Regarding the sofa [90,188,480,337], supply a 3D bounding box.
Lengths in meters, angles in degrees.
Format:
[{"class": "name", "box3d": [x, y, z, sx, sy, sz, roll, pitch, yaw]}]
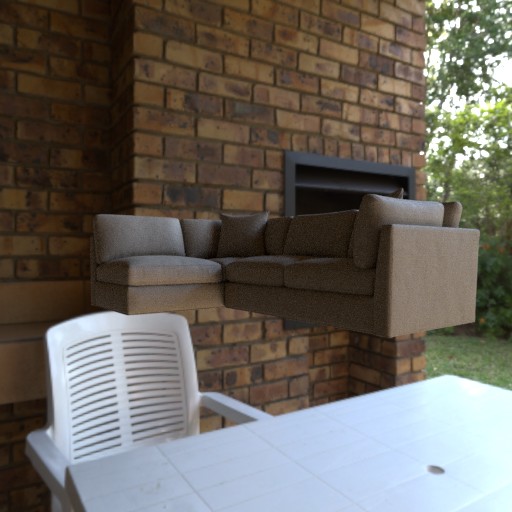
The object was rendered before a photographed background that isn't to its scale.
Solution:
[{"class": "sofa", "box3d": [0.000, 0.000, 3.846, 1.994, 0.978, 2.896, 0, 1, -37]}]
